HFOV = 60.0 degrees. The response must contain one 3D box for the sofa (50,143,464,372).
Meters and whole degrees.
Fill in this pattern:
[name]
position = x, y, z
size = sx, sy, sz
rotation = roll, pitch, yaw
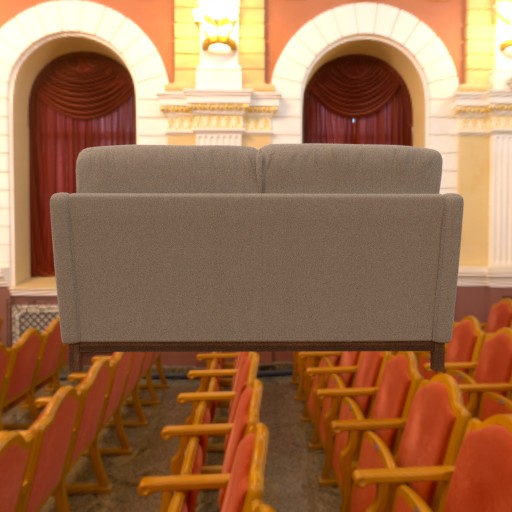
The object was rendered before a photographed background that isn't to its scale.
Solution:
[sofa]
position = 0.000, 0.000, 2.152
size = 1.589, 0.921, 0.987
rotation = 0, 1, -1
